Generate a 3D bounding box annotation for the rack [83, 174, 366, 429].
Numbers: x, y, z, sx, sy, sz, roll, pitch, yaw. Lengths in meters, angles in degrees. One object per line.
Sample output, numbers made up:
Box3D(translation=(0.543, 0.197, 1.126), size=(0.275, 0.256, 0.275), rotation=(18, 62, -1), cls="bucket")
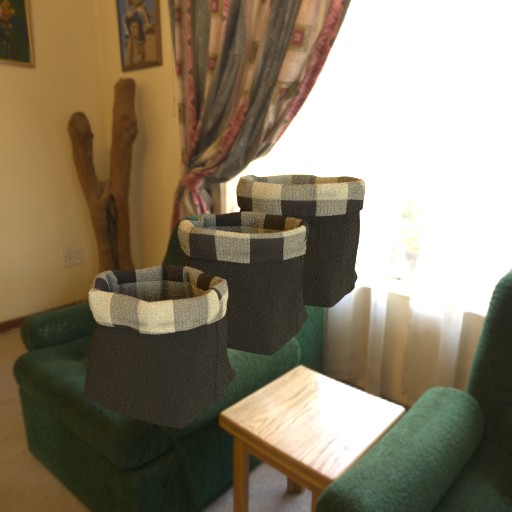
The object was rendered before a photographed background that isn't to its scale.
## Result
Box3D(translation=(0.000, 0.000, 1.046), size=(0.370, 0.329, 0.889), rotation=(7, 16, 25), cls="rack")
